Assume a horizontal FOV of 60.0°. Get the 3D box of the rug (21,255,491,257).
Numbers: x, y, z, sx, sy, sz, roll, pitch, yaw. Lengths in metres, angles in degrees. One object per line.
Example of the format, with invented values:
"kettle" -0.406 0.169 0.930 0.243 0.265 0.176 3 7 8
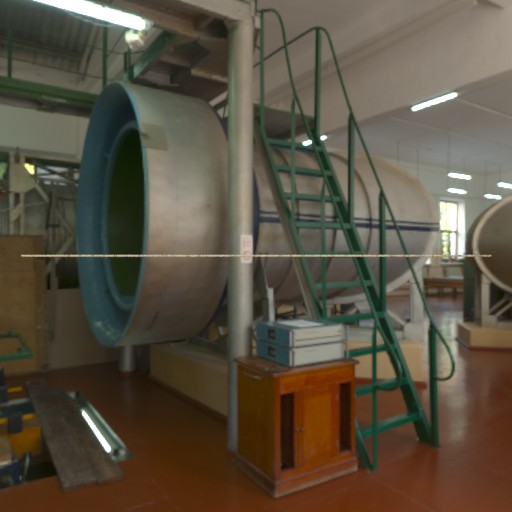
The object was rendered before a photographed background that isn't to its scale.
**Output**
"rug" 0.000 0.000 2.315 1.827 0.007 1.211 0 0 1
